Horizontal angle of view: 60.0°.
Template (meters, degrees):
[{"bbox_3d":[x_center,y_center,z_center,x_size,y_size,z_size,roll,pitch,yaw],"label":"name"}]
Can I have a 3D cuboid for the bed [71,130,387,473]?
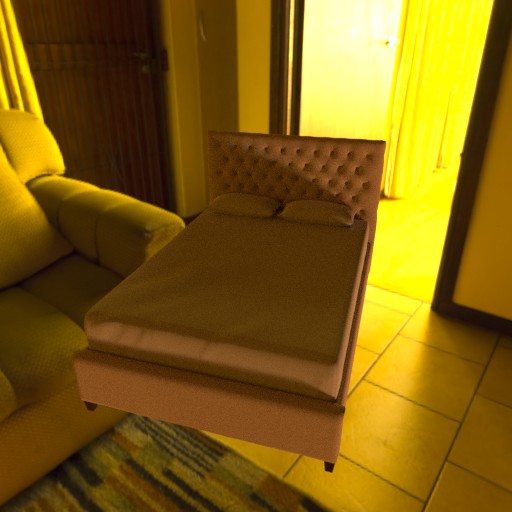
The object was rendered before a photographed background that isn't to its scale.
[{"bbox_3d":[0.000,0.000,3.415,1.698,1.427,2.387,8,27,15],"label":"bed"}]
